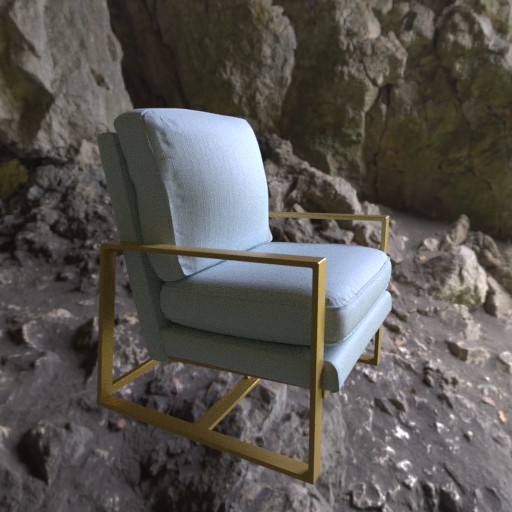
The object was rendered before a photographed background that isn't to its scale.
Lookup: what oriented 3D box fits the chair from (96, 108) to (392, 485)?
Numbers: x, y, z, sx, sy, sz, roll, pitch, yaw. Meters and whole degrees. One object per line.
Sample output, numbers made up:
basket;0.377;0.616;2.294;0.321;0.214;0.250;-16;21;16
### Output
chair;0.000;0.000;1.507;0.813;0.956;0.758;7;16;27
